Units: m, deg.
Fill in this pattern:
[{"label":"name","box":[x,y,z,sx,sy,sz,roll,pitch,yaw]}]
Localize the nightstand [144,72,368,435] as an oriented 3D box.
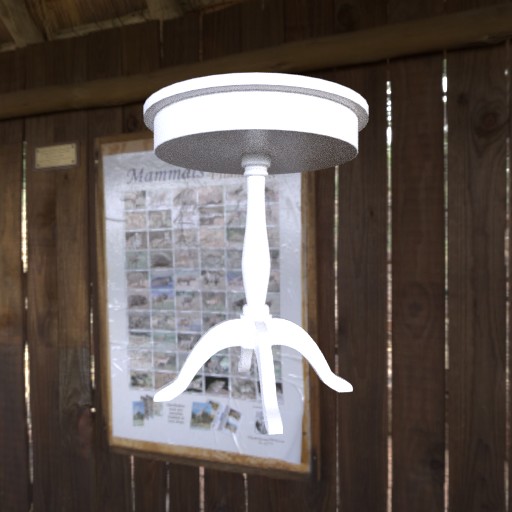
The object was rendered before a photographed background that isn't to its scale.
[{"label":"nightstand","box":[0.000,0.000,1.042,0.513,0.653,0.513,0,0,0]}]
